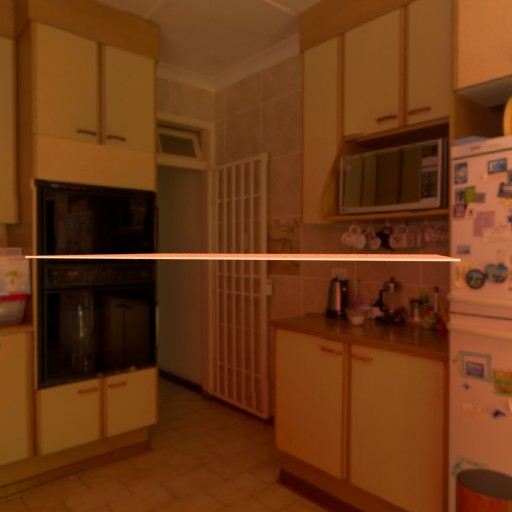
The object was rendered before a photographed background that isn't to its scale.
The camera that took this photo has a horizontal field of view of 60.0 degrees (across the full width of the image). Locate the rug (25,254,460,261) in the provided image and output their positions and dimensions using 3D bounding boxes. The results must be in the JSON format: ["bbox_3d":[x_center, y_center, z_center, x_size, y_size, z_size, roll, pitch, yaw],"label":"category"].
[{"bbox_3d":[0.000,0.000,2.319,1.828,0.007,1.220,0,1,19],"label":"rug"}]
